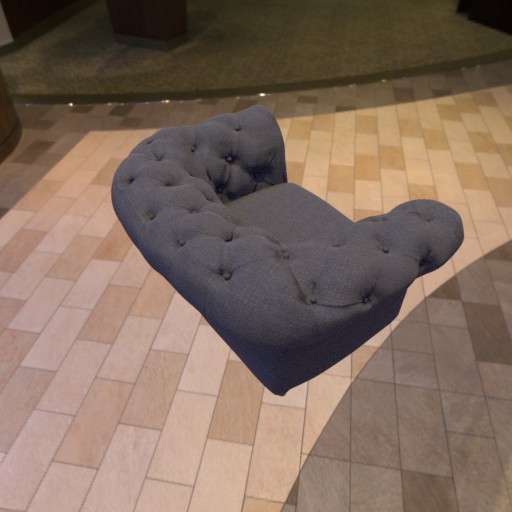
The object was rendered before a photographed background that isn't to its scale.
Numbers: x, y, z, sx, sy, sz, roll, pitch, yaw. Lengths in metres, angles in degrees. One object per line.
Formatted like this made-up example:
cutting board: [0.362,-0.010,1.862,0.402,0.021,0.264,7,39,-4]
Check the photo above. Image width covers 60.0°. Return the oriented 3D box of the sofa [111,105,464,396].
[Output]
sofa: [0.000,0.000,2.083,1.032,0.878,1.405,-26,48,-26]
